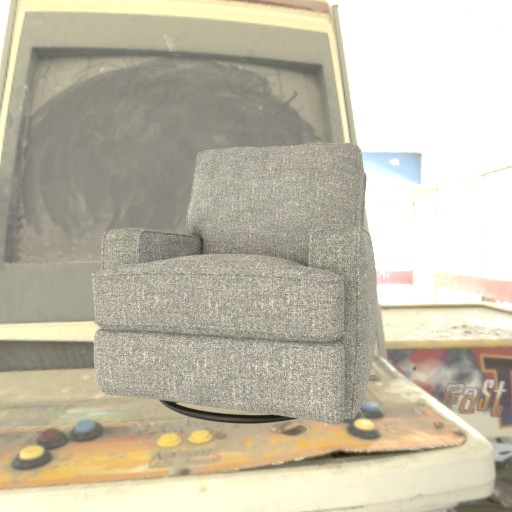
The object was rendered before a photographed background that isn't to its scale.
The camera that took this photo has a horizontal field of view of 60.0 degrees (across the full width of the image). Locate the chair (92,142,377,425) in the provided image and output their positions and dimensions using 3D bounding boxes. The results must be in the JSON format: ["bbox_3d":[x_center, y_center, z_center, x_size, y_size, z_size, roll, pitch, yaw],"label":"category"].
[{"bbox_3d":[0.000,0.000,1.668,0.861,0.962,0.964,0,1,18],"label":"chair"}]
